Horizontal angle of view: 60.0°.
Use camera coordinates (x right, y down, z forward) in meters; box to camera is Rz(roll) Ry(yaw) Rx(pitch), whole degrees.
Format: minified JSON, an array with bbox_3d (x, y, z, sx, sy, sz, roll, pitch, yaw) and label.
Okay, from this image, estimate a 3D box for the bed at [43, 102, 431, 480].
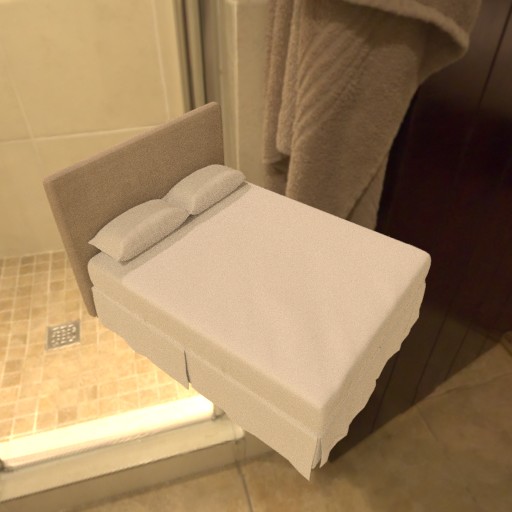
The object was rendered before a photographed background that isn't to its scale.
[{"bbox_3d":[0.000,0.000,3.205,2.162,1.330,1.713,26,46,27],"label":"bed"}]
